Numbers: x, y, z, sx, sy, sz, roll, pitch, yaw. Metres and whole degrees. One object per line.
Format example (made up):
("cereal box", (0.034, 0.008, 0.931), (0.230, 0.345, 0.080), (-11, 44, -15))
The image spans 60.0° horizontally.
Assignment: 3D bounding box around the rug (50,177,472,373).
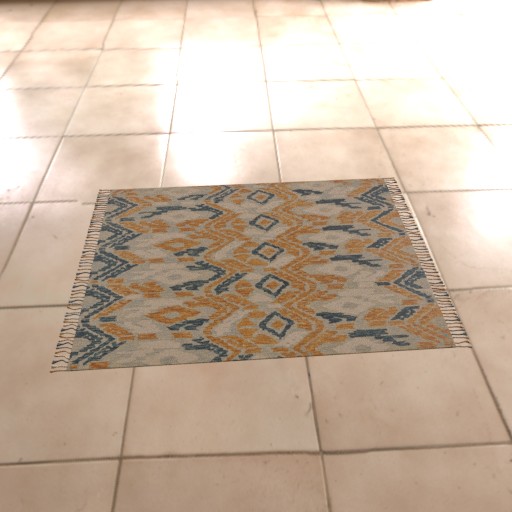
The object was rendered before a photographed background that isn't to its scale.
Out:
("rug", (0.000, 0.000, 2.316), (1.827, 0.008, 1.230), (-3, 47, -3))
